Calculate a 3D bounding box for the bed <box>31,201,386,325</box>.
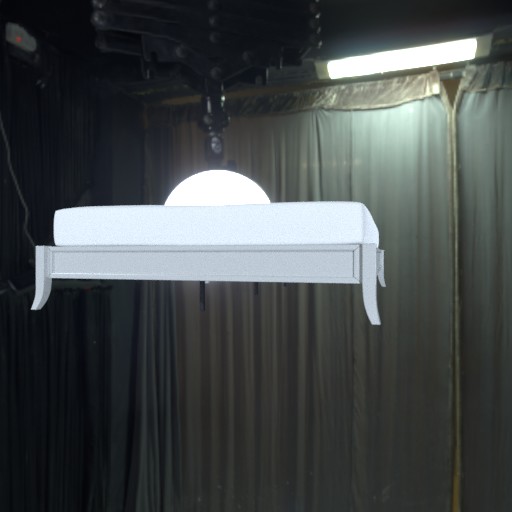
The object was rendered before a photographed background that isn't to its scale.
[{"bbox_3d":[0.000,0.000,2.885,1.604,0.510,2.108,0,0,17],"label":"bed"}]
